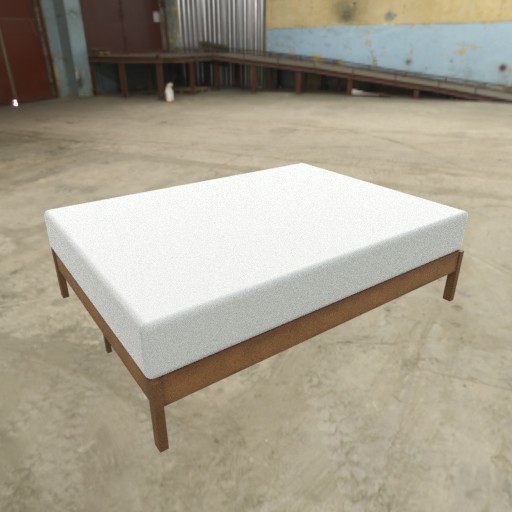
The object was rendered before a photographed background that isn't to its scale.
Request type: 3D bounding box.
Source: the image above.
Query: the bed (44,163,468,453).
[{"bbox_3d":[0.000,0.000,2.749,2.050,0.593,1.529,-17,30,-32],"label":"bed"}]
